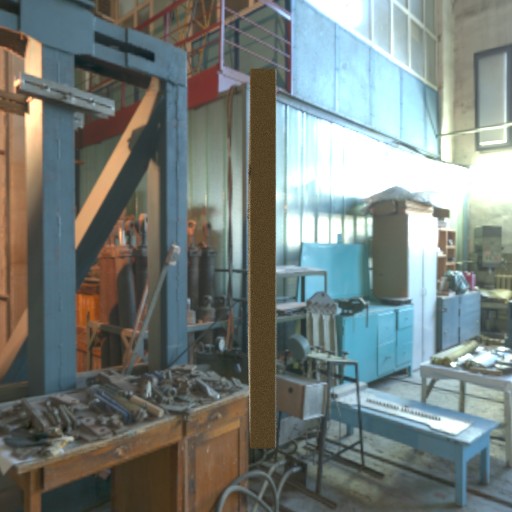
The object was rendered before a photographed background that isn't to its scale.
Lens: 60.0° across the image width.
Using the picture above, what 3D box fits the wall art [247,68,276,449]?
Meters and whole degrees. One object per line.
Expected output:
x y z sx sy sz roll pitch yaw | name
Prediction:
0.000 0.000 0.483 0.019 0.254 0.380 0 1 -1 | wall art
